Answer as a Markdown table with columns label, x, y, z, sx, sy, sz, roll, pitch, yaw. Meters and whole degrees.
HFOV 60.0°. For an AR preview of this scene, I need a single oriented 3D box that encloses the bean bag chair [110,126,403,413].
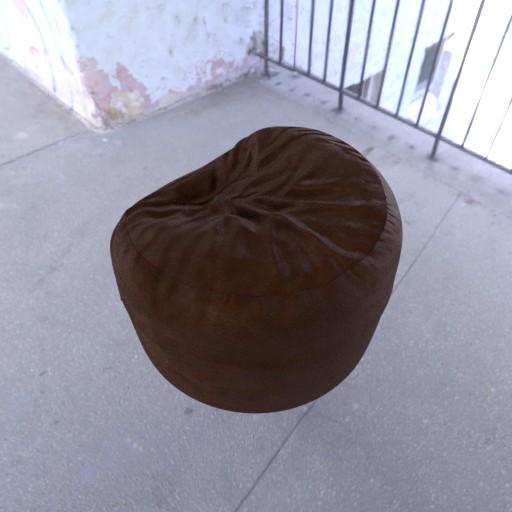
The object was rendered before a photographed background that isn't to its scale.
| label | x | y | z | sx | sy | sz | roll | pitch | yaw |
| --- | --- | --- | --- | --- | --- | --- | --- | --- | --- |
| bean bag chair | 0.000 | 0.000 | 1.515 | 0.918 | 0.616 | 0.918 | 0 | 47 | 0 |
